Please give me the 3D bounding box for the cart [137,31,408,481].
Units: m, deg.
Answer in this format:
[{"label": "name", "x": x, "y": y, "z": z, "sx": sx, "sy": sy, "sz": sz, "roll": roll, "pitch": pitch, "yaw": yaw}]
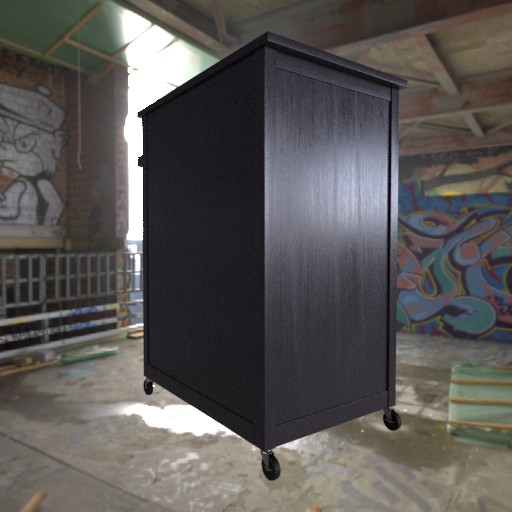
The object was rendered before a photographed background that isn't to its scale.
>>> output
[{"label": "cart", "x": 0.000, "y": 0.000, "z": 1.259, "sx": 0.449, "sy": 0.878, "sz": 0.690, "roll": -1, "pitch": 2, "yaw": -36}]
